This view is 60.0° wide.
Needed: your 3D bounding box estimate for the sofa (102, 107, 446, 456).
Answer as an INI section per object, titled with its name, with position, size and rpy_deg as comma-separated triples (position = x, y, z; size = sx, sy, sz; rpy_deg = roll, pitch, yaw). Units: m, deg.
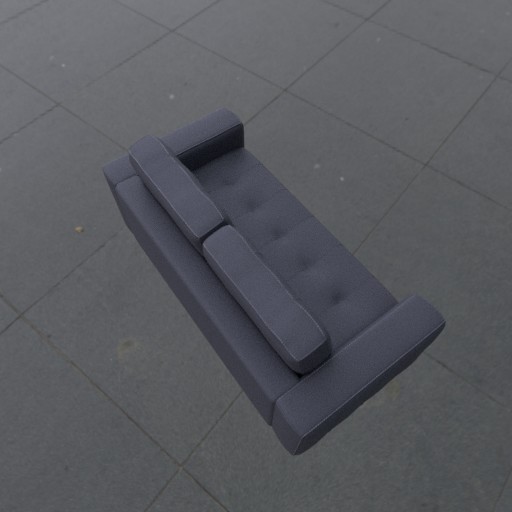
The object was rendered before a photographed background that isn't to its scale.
[sofa]
position = 0.000, 0.000, 2.283
size = 0.833, 0.893, 1.726
rpy_deg = -32, 64, -18
